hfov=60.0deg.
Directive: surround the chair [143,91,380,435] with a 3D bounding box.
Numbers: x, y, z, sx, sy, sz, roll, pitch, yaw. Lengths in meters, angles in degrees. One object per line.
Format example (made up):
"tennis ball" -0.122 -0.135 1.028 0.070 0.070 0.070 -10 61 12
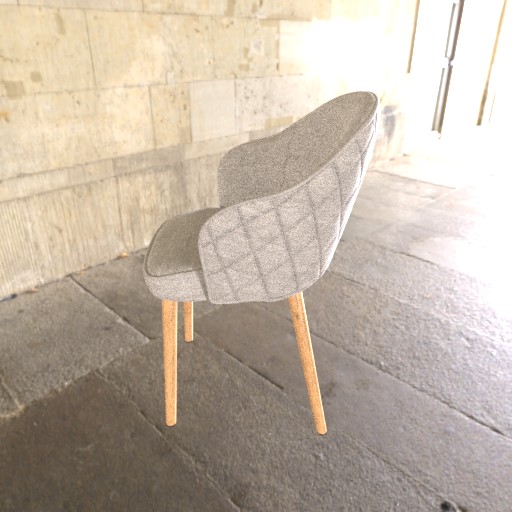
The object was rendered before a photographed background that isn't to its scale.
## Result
"chair" 0.000 0.000 1.149 0.530 0.800 0.540 0 26 0
